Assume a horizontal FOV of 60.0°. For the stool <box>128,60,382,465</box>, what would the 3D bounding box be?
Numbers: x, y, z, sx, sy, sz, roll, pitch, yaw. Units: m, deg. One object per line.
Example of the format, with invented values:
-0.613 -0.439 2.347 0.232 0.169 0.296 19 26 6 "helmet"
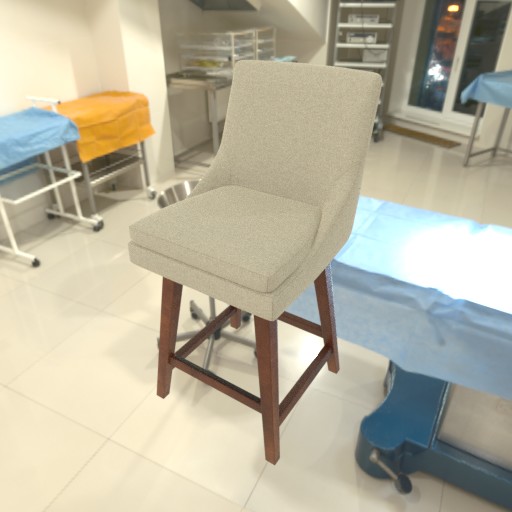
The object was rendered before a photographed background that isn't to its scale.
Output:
0.000 0.000 1.307 0.469 0.991 0.559 19 36 28 "stool"
